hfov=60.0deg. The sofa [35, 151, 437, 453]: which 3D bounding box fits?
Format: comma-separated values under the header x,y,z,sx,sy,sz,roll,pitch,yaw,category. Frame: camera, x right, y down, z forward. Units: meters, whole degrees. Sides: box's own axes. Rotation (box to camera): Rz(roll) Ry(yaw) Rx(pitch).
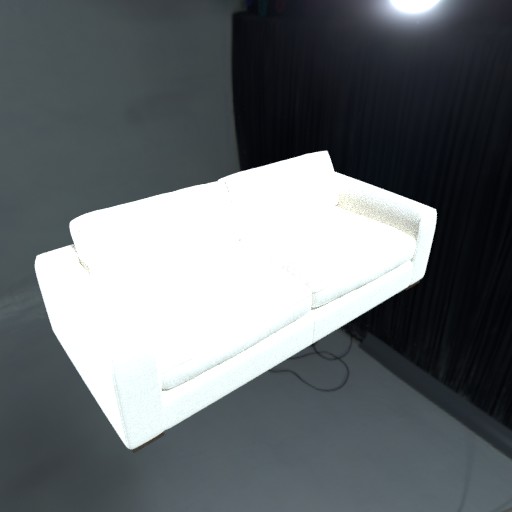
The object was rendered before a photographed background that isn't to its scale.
x,y,z,sx,sy,sz,roll,pitch,yaw,category
0.000,0.000,2.707,2.262,0.801,1.070,-22,37,-32,sofa
